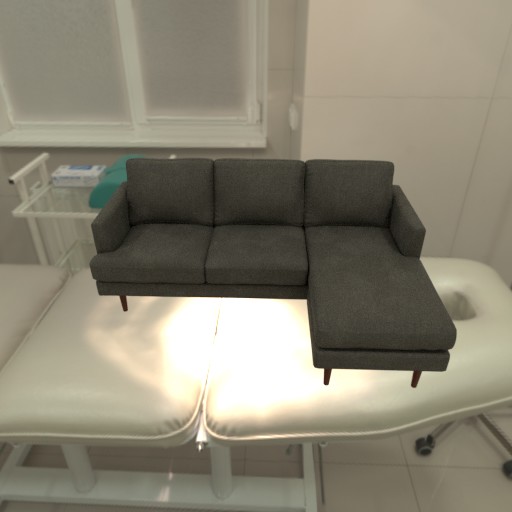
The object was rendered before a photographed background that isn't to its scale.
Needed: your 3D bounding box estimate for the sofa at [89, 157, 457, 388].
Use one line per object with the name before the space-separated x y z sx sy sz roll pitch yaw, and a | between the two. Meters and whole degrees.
sofa | 0.000 0.000 3.021 2.233 0.956 1.504 1 32 2
